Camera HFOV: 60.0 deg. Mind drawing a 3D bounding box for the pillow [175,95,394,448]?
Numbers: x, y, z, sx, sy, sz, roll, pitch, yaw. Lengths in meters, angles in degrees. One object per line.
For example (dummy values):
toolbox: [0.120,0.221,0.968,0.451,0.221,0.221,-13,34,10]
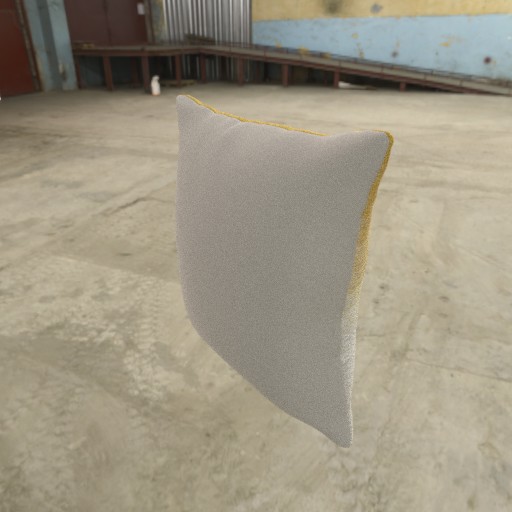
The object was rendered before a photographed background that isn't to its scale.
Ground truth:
pillow: [0.000,0.000,0.702,0.211,0.450,0.450,-19,32,-33]
